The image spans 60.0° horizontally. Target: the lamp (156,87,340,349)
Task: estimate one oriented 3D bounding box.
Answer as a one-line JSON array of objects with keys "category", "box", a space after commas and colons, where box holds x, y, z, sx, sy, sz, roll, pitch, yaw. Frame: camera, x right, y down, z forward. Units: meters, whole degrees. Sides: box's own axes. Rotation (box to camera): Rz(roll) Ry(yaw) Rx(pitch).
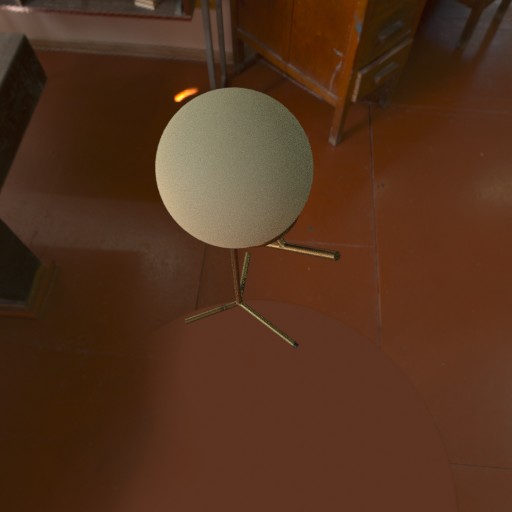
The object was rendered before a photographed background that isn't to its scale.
[{"category": "lamp", "box": [0.000, 0.000, 0.684, 0.251, 0.552, 0.210, 36, 68, 17]}]
